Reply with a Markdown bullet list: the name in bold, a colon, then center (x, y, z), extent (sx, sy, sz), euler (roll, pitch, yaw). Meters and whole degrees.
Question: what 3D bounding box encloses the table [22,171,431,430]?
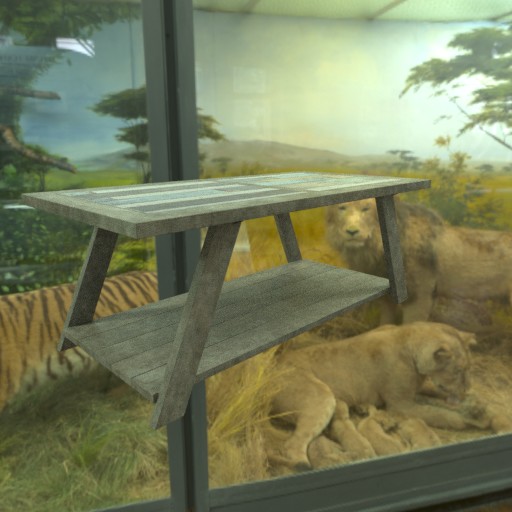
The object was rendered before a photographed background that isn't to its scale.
- **table**: center (0.000, 0.000, 1.490), extent (1.219, 0.470, 0.610), euler (-14, 21, -43)
